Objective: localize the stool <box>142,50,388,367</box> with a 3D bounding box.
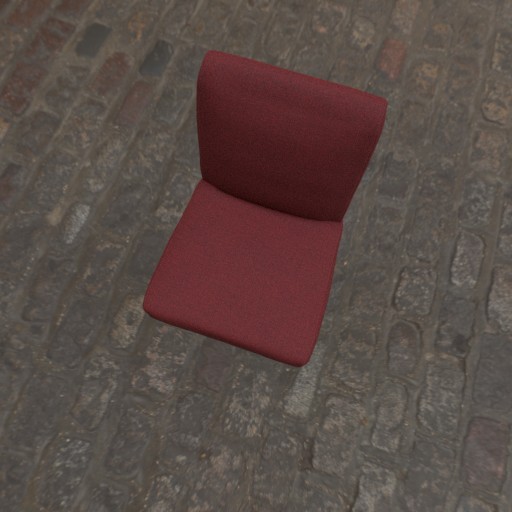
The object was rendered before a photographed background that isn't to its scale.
[{"bbox_3d":[0.000,0.000,1.343,0.468,1.038,0.562,18,75,5],"label":"stool"}]
